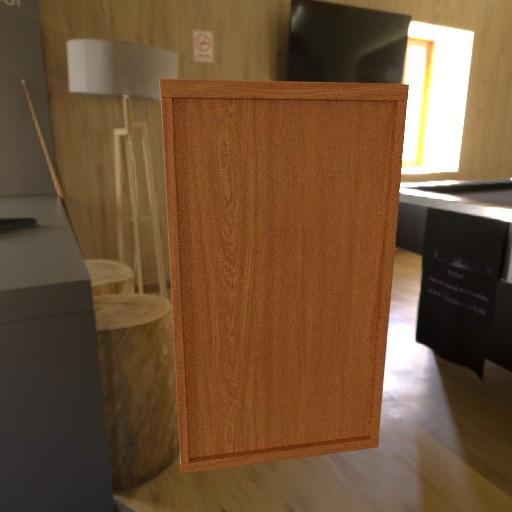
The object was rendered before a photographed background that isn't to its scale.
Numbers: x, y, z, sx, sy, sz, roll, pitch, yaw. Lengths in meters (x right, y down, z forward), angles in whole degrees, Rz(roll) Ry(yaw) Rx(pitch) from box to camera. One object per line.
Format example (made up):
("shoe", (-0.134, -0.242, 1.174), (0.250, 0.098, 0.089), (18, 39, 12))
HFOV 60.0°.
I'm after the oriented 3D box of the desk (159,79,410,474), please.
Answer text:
("desk", (0.000, 0.000, 1.076), (0.404, 0.730, 0.600), (-3, 16, -10))
